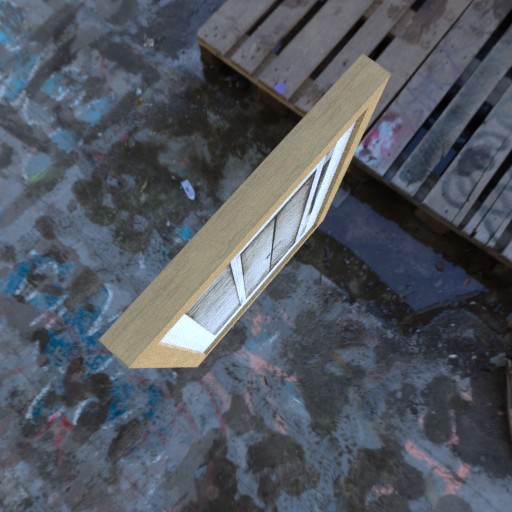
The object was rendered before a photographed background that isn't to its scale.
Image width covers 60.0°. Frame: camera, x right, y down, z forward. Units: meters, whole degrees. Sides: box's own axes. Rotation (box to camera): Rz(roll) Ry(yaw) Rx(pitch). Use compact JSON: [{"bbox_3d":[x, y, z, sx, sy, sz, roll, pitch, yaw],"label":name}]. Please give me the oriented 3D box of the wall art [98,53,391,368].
[{"bbox_3d":[0.000,0.000,0.526,0.030,0.380,0.312,40,79,9],"label":"wall art"}]
